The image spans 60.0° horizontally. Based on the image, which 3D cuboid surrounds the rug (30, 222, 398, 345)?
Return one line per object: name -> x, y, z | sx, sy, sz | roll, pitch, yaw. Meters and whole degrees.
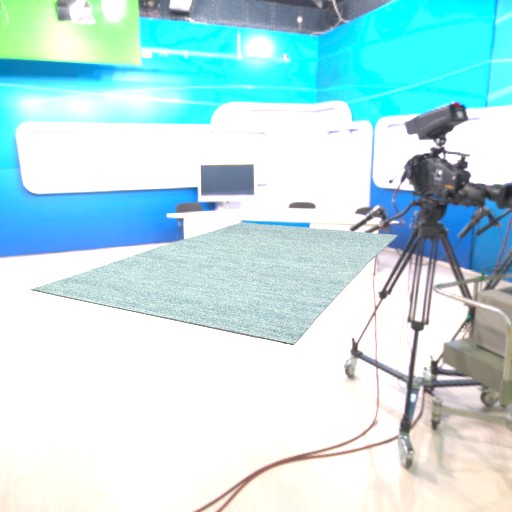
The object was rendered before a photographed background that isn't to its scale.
rug -> 0.000, 0.000, 2.380 | 1.174, 0.022, 1.853 | 7, 16, 26
